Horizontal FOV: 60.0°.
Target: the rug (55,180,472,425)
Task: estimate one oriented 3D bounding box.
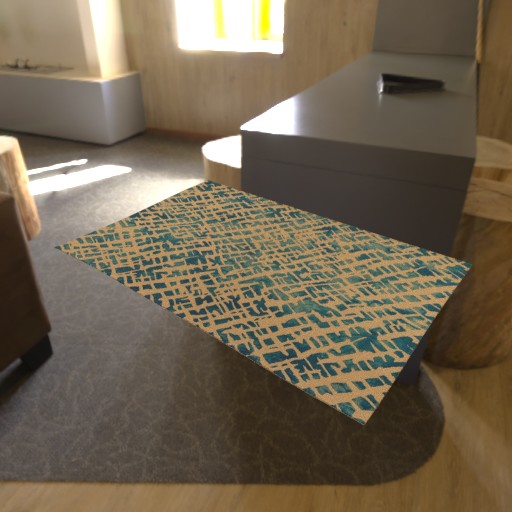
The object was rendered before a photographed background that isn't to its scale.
[{"bbox_3d":[0.000,0.000,2.312,1.830,0.011,1.209,22,38,32],"label":"rug"}]
